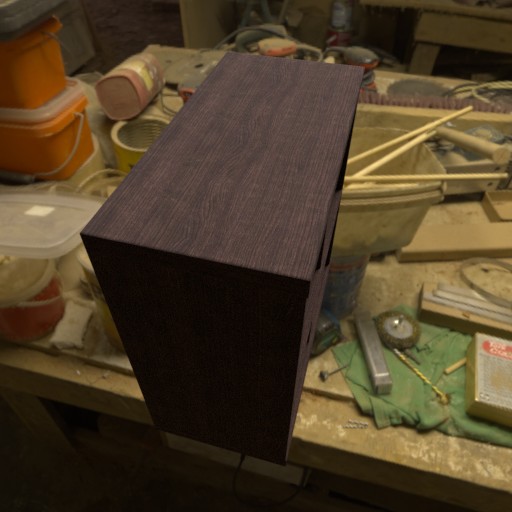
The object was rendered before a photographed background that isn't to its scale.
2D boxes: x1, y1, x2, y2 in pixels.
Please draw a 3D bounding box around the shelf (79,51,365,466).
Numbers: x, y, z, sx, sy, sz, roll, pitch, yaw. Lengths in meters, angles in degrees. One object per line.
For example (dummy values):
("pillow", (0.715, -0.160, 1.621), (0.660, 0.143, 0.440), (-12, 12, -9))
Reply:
("shelf", (0.000, 0.000, 1.248), (0.390, 0.786, 0.790), (11, 47, 11))
